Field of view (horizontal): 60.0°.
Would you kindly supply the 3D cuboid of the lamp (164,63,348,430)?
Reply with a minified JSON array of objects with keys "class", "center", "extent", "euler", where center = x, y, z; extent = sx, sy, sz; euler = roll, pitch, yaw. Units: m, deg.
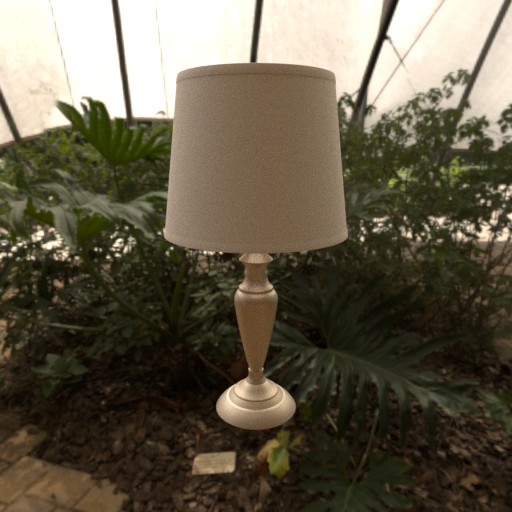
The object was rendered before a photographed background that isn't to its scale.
[{"class":"lamp","center":[0.000,0.000,0.818],"extent":[0.328,0.619,0.328],"euler":[0,14,0]}]
